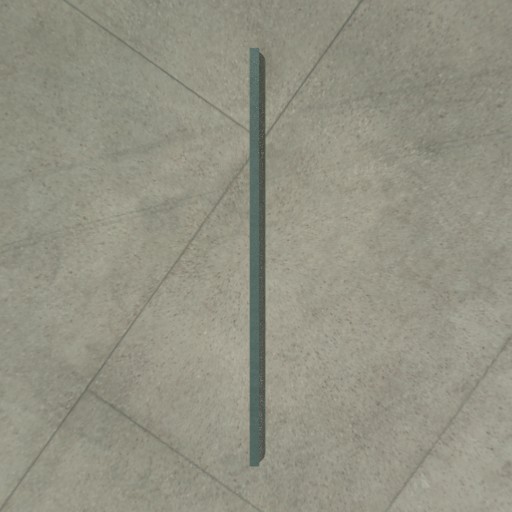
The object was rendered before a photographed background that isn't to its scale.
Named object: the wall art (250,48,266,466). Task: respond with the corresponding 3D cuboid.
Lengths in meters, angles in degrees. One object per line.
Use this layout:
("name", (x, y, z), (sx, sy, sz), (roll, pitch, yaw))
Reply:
("wall art", (0.000, 0.000, 1.303), (0.030, 0.983, 0.767), (0, 90, 0))
